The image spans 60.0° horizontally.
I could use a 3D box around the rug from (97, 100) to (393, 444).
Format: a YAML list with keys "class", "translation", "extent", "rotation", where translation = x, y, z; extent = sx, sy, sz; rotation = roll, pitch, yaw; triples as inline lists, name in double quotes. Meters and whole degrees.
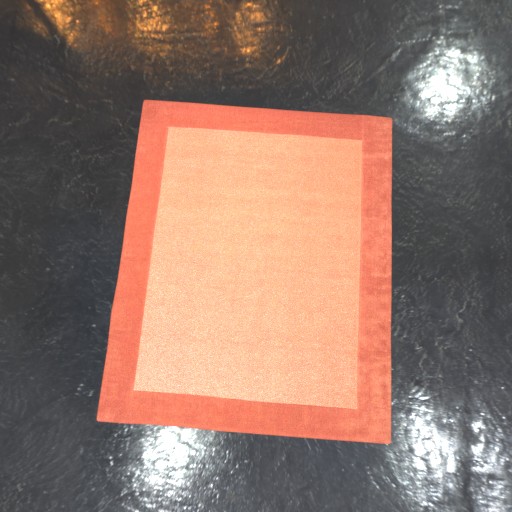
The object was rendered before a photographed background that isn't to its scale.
- class: "rug"
  translation: [0.000, 0.000, 3.965]
  extent: [2.430, 0.018, 2.976]
  rotation: [4, 76, 1]
